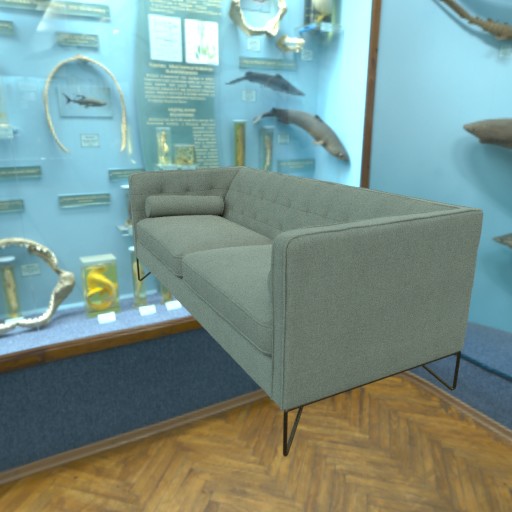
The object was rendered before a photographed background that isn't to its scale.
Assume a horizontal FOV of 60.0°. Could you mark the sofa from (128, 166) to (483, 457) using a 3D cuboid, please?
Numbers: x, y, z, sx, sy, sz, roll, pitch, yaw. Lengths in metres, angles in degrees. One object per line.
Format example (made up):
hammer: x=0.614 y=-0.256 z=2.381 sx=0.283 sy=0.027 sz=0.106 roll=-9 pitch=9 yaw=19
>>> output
sofa: x=0.000 y=0.000 z=2.470 sx=0.912 sy=0.798 sz=2.079 roll=-9 pitch=19 yaw=-27
